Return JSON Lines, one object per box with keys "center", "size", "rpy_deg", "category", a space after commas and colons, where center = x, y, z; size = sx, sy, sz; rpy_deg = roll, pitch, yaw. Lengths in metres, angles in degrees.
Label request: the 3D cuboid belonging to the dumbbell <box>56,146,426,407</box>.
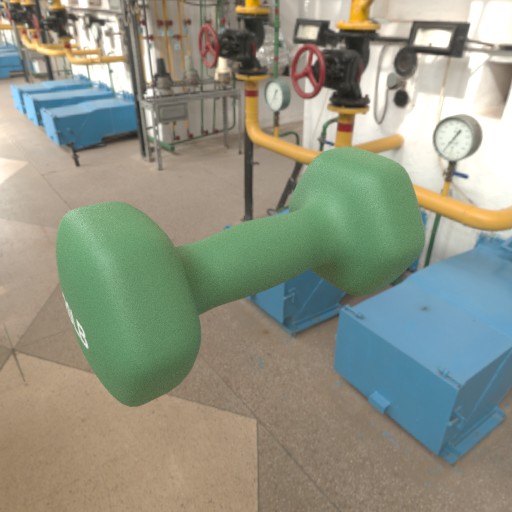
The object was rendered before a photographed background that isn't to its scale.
{"center": [0.000, 0.000, 0.318], "size": [0.257, 0.114, 0.126], "rpy_deg": [-19, 35, -30], "category": "dumbbell"}
